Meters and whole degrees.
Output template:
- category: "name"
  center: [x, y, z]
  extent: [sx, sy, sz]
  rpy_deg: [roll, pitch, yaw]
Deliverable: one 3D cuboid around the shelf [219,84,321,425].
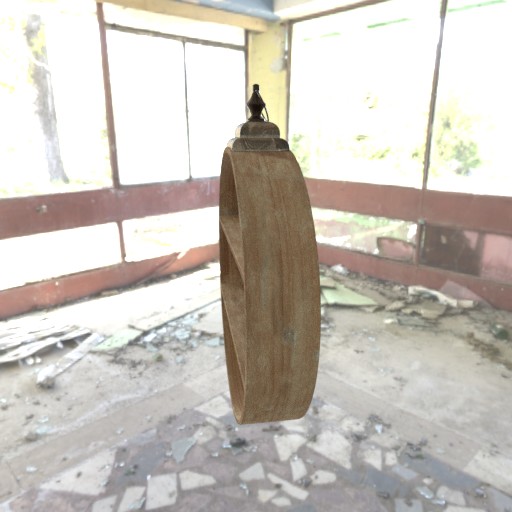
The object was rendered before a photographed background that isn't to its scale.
- category: "shelf"
  center: [0.000, 0.000, 0.997]
  extent: [0.125, 0.725, 0.601]
  rpy_deg: [-2, 16, -8]
